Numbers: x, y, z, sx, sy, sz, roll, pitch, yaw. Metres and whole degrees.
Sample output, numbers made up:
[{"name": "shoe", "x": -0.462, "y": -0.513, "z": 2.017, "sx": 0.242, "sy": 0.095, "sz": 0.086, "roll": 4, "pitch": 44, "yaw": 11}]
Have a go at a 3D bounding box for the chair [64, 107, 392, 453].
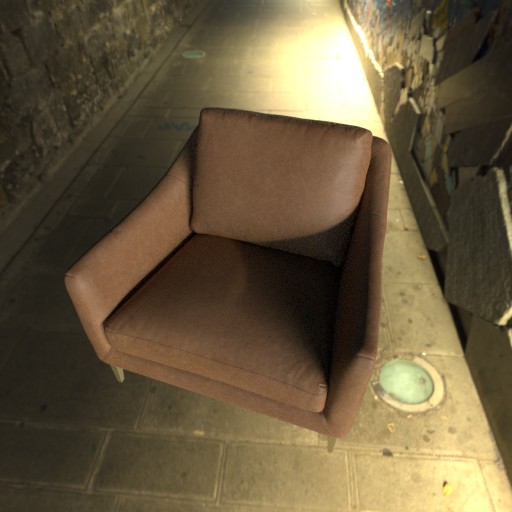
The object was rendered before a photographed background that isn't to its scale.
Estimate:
[{"name": "chair", "x": 0.000, "y": 0.000, "z": 1.697, "sx": 0.988, "sy": 0.895, "sz": 0.963, "roll": 13, "pitch": 42, "yaw": 15}]
